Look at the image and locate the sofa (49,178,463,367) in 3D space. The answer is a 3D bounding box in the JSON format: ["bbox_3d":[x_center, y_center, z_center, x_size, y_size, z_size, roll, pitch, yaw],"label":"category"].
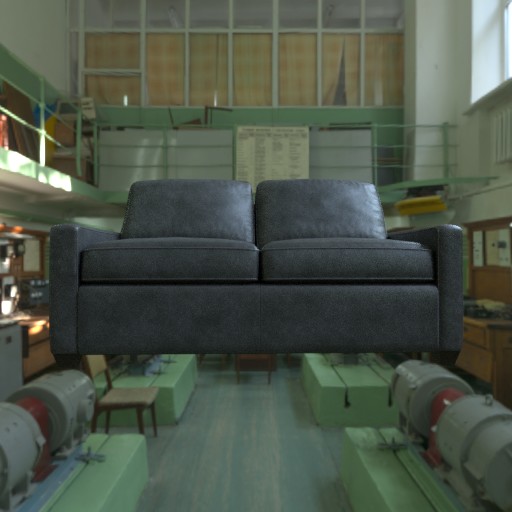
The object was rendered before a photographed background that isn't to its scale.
[{"bbox_3d":[0.000,0.000,2.282,1.732,0.916,0.939,0,0,-2],"label":"sofa"}]
